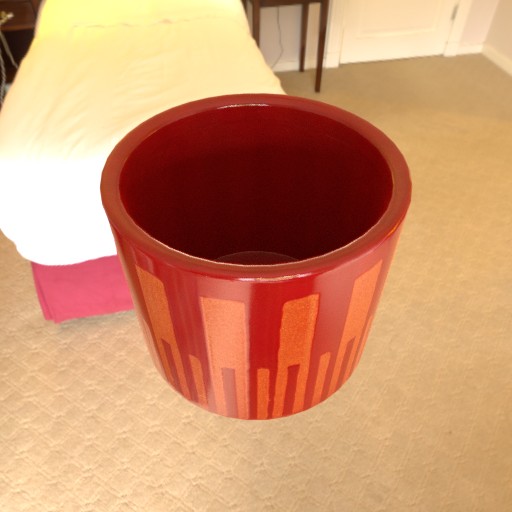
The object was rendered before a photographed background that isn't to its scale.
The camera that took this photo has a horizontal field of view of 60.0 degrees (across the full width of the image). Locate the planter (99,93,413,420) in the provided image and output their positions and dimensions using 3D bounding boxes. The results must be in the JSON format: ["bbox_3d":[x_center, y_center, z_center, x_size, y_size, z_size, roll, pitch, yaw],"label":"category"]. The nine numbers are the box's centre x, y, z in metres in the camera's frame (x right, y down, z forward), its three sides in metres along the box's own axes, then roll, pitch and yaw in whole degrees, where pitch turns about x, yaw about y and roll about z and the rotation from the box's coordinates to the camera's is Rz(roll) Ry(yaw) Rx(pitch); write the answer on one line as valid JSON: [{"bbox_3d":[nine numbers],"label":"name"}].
[{"bbox_3d":[0.000,0.000,0.404,0.230,0.202,0.230,0,46,0],"label":"planter"}]
